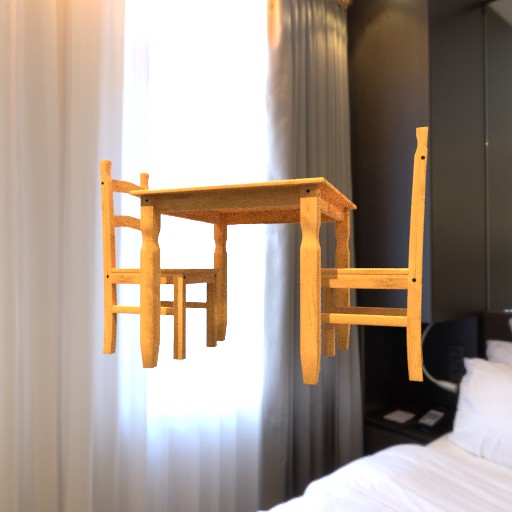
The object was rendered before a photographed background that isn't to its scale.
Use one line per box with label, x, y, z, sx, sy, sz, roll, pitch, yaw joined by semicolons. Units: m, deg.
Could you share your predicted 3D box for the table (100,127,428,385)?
table;0.000;0.000;2.068;1.501;0.942;0.813;0;-1;21
